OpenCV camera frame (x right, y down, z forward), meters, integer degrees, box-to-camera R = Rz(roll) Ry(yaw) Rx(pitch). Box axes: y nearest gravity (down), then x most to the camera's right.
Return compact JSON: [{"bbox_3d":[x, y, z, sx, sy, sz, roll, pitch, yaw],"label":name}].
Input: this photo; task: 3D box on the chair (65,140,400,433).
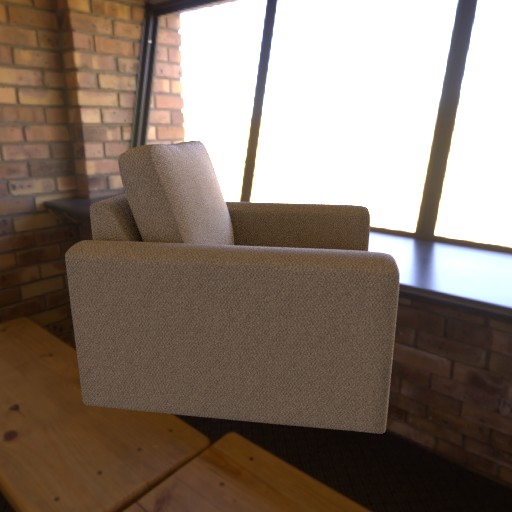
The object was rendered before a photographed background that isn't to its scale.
[{"bbox_3d":[0.000,0.000,1.757,1.016,0.873,1.005,2,16,8],"label":"chair"}]
